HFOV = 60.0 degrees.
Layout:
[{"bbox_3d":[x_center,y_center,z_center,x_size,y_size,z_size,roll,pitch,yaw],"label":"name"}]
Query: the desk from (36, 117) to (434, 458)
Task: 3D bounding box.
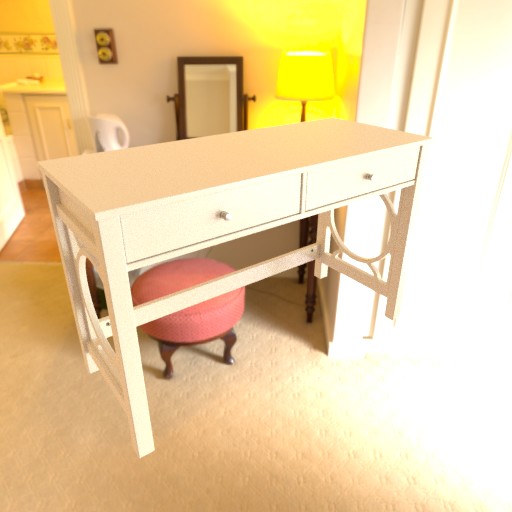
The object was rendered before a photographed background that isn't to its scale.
[{"bbox_3d":[0.000,0.000,1.576,1.191,0.762,0.504,-19,33,-32],"label":"desk"}]
